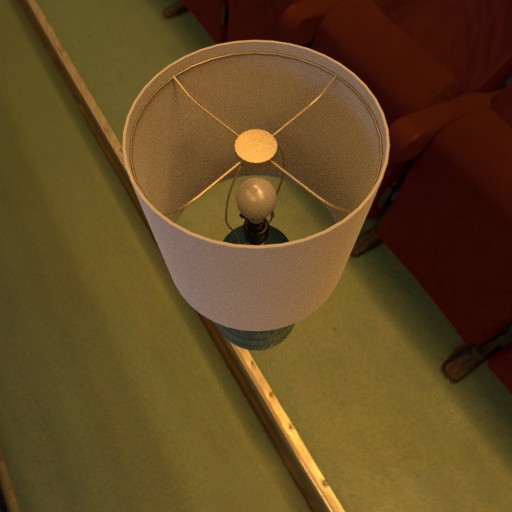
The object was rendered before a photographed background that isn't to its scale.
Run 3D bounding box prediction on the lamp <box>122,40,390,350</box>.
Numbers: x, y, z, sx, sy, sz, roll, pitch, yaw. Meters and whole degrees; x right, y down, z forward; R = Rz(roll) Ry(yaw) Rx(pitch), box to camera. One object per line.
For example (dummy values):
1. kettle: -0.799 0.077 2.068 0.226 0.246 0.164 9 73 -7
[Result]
1. lamp: 0.000 0.000 0.556 0.211 0.455 0.211 -29 67 -13
